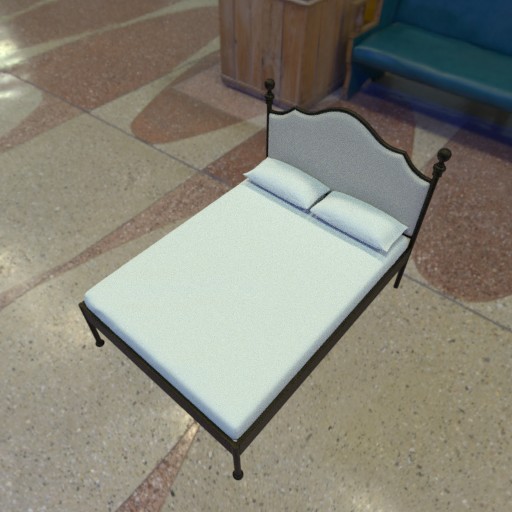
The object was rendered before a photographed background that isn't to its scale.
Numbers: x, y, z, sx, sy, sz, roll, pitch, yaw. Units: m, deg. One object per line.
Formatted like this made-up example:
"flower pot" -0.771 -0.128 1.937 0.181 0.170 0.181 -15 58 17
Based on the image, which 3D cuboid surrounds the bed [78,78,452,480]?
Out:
"bed" 0.000 0.000 3.332 1.642 1.499 2.224 33 55 26
